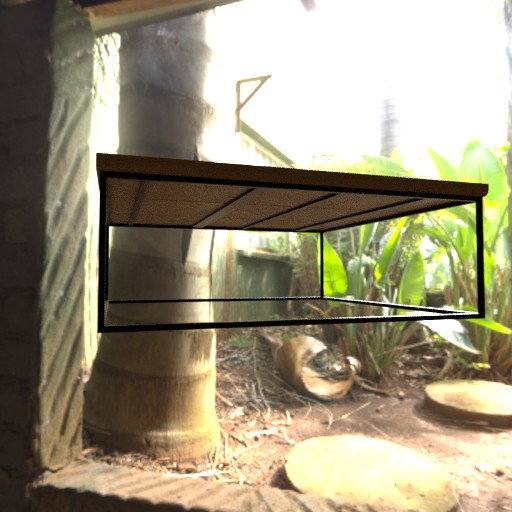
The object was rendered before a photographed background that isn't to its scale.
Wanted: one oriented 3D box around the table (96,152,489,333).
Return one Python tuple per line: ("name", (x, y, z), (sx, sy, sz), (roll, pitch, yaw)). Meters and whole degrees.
("table", (0.000, 0.000, 1.663), (1.100, 0.400, 1.100), (1, -3, -18))
